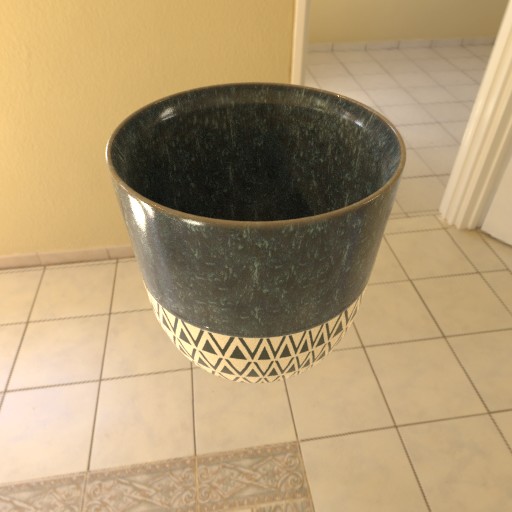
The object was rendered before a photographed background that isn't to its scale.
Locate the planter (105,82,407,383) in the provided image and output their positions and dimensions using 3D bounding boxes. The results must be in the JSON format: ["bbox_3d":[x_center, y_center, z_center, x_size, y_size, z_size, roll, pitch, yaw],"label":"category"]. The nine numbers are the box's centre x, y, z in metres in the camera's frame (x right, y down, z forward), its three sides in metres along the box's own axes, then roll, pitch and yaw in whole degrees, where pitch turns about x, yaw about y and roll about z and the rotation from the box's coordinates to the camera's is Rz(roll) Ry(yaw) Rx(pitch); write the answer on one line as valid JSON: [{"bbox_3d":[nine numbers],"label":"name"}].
[{"bbox_3d":[0.000,0.000,0.366,0.195,0.214,0.195,0,42,0],"label":"planter"}]
